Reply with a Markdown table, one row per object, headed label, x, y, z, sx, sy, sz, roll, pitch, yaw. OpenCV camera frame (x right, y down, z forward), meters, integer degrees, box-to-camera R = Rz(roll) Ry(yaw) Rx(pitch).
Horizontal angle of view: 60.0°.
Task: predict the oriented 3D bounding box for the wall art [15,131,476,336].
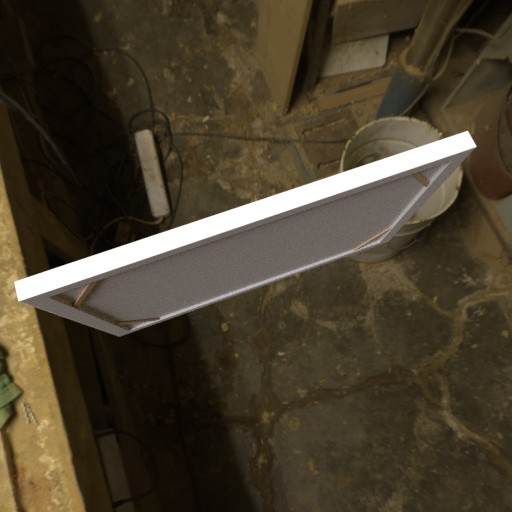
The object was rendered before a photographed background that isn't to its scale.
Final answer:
| label | x | y | z | sx | sy | sz | roll | pitch | yaw |
| --- | --- | --- | --- | --- | --- | --- | --- | --- | --- |
| wall art | 0.000 | 0.000 | 1.131 | 0.914 | 0.609 | 0.038 | -19 | 75 | -5 |
